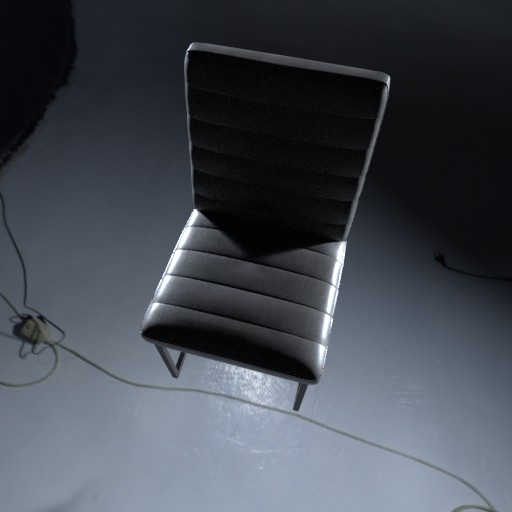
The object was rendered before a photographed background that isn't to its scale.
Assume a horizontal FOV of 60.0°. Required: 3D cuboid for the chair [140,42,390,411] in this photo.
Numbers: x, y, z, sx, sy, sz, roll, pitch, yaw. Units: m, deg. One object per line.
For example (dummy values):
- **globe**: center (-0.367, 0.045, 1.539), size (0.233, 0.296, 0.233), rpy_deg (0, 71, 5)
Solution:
- **chair**: center (0.000, 0.000, 1.320), size (0.520, 0.930, 0.634), rpy_deg (13, 59, 8)
